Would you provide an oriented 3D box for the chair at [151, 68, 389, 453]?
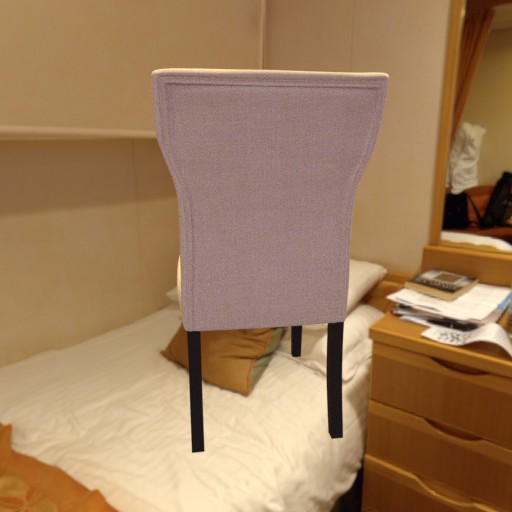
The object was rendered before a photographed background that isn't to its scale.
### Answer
[{"bbox_3d":[0.000,0.000,1.277,0.509,0.921,0.597,-2,14,-8],"label":"chair"}]
